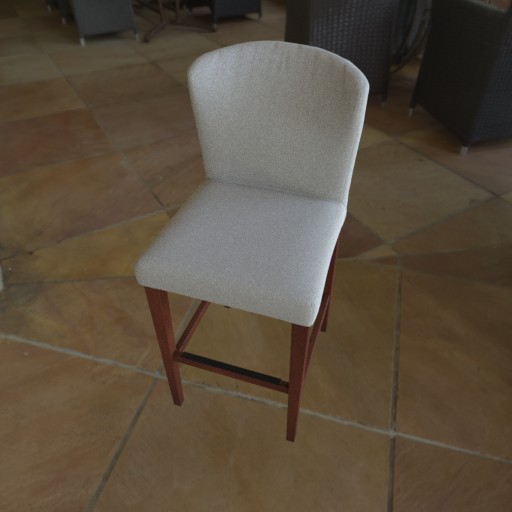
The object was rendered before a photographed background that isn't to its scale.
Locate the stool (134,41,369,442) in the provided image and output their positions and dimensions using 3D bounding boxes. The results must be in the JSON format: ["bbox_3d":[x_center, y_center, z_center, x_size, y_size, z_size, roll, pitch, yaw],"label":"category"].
[{"bbox_3d":[0.000,0.000,1.336,0.479,1.069,0.568,12,42,14],"label":"stool"}]
